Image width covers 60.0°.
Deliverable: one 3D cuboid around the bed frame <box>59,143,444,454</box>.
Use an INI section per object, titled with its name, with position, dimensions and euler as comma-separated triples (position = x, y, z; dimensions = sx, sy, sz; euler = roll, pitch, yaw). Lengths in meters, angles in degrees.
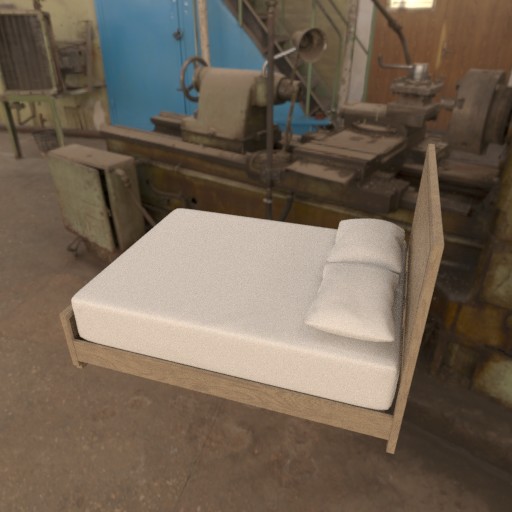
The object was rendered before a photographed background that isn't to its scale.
[bed frame]
position = 0.000, 0.000, 3.168
dimensions = 2.189, 1.369, 1.606
euler = 9, 31, 15
